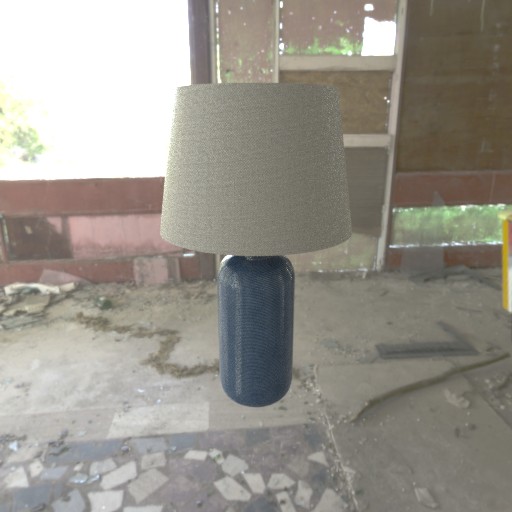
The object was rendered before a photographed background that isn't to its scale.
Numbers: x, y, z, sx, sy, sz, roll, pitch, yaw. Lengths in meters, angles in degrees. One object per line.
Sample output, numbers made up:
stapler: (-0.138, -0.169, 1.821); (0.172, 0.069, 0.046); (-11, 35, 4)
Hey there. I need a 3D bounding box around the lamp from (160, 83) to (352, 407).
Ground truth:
lamp: (0.000, 0.000, 0.606); (0.253, 0.428, 0.253); (0, 17, 0)
